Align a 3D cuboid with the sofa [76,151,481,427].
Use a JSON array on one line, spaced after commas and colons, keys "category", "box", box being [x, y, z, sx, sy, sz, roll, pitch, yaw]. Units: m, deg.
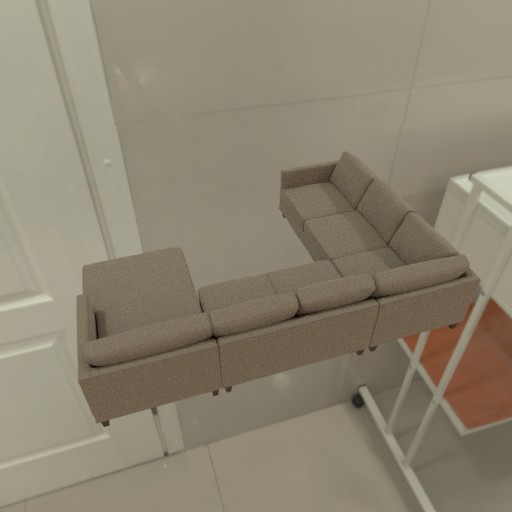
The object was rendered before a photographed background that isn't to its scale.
[{"category": "sofa", "box": [0.000, 0.000, 4.553, 3.438, 0.865, 2.424, -12, 41, -14]}]
